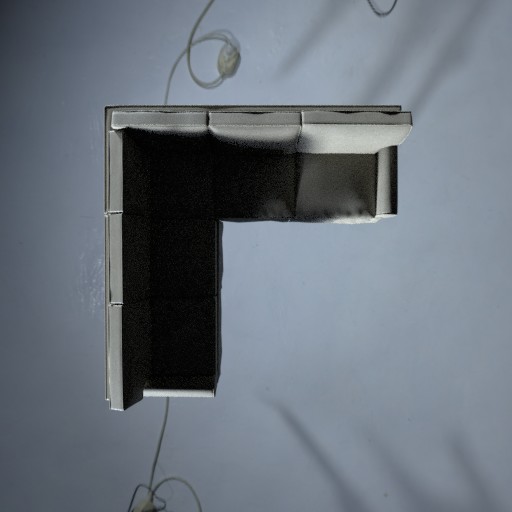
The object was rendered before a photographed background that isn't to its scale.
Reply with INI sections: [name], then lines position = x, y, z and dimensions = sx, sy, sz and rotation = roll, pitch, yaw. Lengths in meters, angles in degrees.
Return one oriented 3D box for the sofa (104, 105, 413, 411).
[sofa]
position = 0.000, 0.000, 4.137
dimensions = 2.623, 1.081, 2.618
rotation = 0, 91, 0
